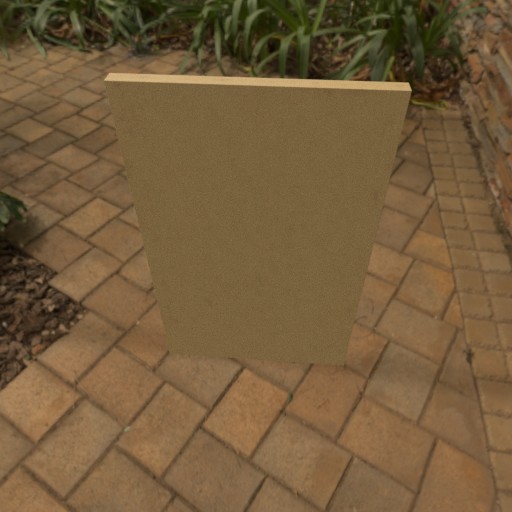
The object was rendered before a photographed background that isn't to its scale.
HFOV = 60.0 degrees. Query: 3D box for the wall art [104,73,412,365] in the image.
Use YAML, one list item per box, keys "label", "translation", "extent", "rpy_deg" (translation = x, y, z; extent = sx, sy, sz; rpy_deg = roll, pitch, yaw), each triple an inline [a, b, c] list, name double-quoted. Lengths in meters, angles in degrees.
- label: "wall art"
  translation: [0.000, 0.000, 1.020]
  extent: [0.510, 0.810, 0.039]
  rpy_deg: [3, 45, 3]
